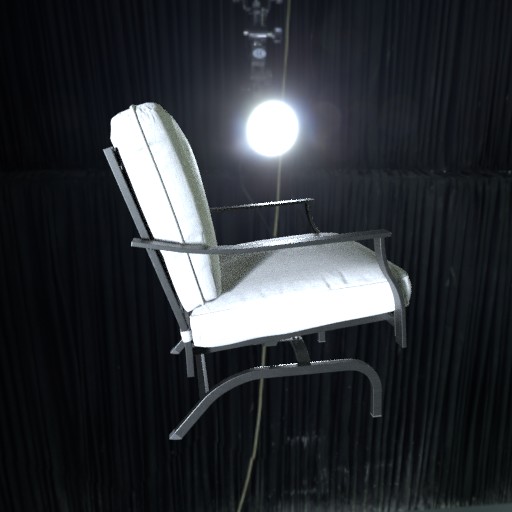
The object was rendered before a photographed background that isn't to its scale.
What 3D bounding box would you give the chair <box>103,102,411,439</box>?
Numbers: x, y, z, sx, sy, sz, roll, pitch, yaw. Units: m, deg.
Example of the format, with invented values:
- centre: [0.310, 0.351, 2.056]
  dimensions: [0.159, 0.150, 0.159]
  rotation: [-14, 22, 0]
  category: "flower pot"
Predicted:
- centre: [0.000, 0.000, 1.372]
  dimensions: [0.787, 0.860, 0.650]
  rotation: [-3, 15, -10]
  category: "chair"
